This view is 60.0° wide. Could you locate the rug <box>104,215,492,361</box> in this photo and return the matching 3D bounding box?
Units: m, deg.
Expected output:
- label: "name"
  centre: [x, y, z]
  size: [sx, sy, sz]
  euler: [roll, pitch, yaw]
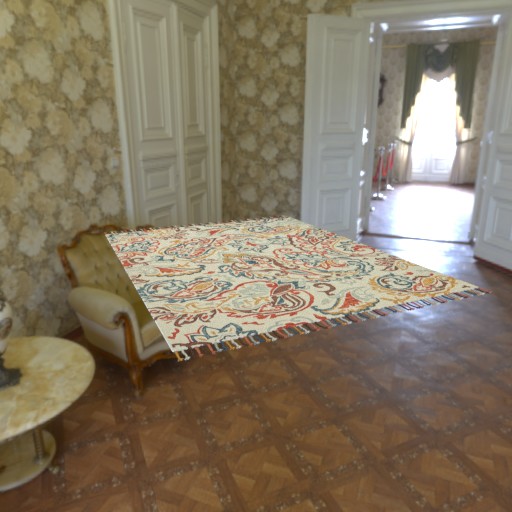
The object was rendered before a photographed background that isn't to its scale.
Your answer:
- label: "rug"
  centre: [0.000, 0.000, 4.300]
  size: [2.439, 0.015, 3.274]
  euler: [-7, 18, -24]
